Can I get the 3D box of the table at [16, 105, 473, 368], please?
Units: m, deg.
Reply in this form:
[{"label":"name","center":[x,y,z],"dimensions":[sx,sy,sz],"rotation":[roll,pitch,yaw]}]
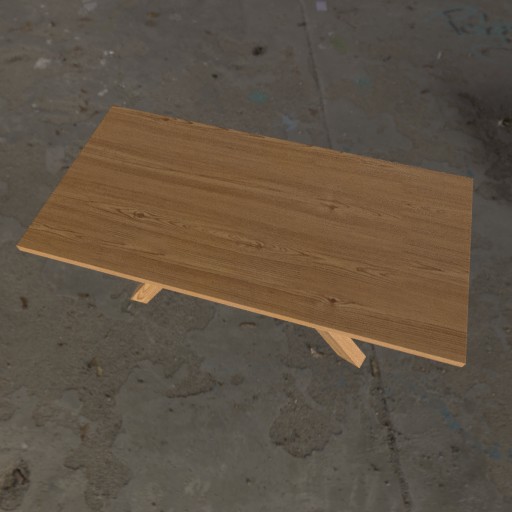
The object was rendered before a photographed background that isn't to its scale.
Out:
[{"label":"table","center":[0.000,0.000,2.239],"dimensions":[1.797,0.750,0.901],"rotation":[14,59,8]}]
